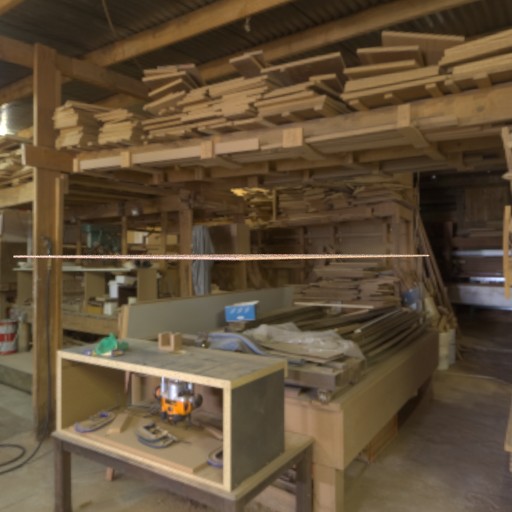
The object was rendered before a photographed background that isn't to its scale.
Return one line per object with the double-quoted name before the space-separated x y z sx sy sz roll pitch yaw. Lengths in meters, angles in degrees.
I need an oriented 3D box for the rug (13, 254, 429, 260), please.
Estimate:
"rug" 0.000 0.000 2.253 1.219 0.009 1.829 0 0 36
